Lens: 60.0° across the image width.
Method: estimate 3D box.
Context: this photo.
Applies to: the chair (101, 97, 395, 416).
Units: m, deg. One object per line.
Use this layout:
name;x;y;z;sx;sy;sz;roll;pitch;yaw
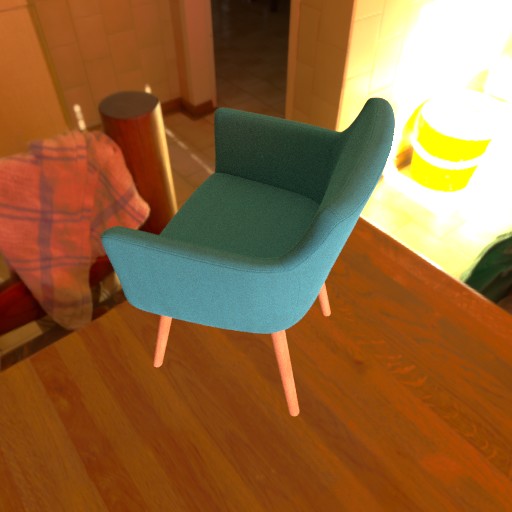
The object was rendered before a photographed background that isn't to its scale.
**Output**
chair;0.000;0.000;1.158;0.540;0.780;0.570;15;47;14
